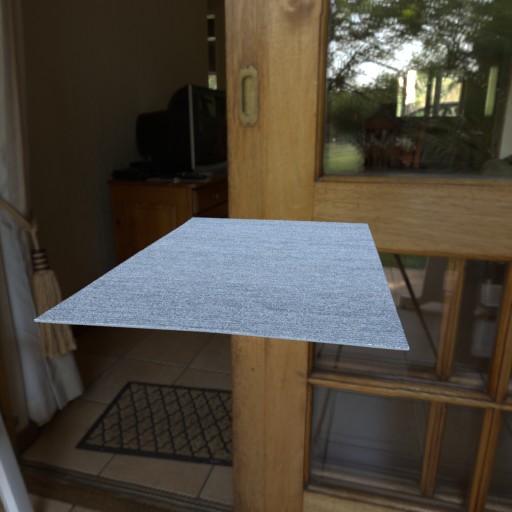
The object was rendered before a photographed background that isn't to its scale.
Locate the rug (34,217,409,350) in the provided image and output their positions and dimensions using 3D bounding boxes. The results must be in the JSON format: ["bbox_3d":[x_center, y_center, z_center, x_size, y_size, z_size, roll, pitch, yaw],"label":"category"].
[{"bbox_3d":[0.000,0.000,2.952,1.616,0.030,2.338,3,17,9],"label":"rug"}]
